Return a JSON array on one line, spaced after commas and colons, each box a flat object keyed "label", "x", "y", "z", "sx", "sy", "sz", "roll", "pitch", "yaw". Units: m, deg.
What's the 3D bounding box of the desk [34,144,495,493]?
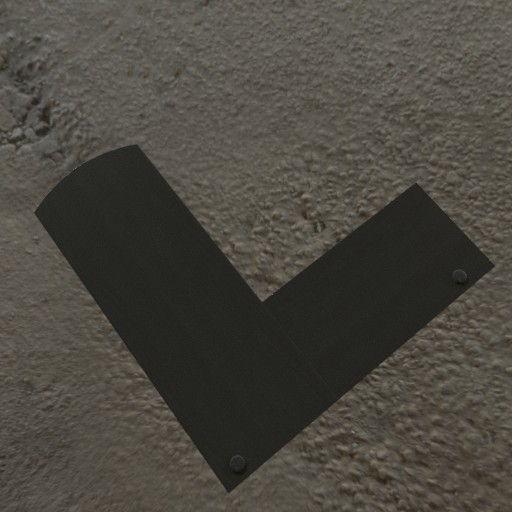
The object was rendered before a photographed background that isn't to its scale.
[{"label": "desk", "x": 0.000, "y": 0.000, "z": 2.103, "sx": 1.303, "sy": 0.716, "sz": 1.361, "roll": -37, "pitch": 78, "yaw": -9}]
